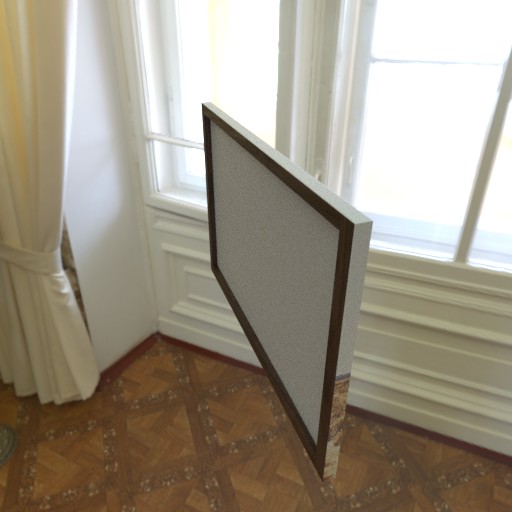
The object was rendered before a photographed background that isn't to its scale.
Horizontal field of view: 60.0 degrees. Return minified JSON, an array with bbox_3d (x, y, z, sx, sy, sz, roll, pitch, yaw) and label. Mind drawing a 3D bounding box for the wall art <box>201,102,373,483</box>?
[{"bbox_3d":[0.000,0.000,1.934,0.051,1.016,1.520,-10,32,-17],"label":"wall art"}]
